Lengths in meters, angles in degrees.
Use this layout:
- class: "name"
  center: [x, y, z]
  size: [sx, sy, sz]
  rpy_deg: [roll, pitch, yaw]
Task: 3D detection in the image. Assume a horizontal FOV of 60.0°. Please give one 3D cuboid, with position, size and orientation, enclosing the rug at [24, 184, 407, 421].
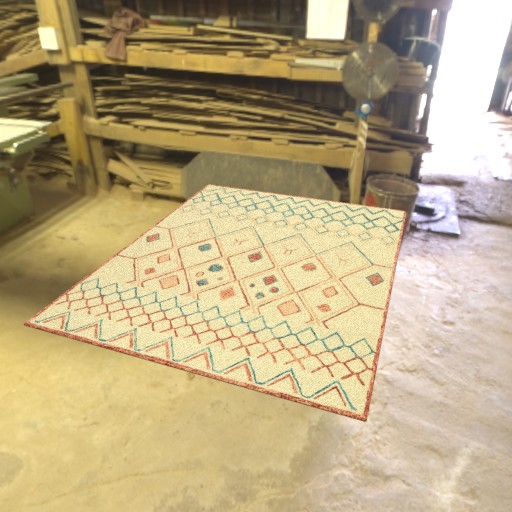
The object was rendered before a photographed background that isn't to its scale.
- class: "rug"
  center: [0.000, 0.000, 4.058]
  size: [2.441, 0.016, 3.050]
  rpy_deg: [10, 31, 18]
